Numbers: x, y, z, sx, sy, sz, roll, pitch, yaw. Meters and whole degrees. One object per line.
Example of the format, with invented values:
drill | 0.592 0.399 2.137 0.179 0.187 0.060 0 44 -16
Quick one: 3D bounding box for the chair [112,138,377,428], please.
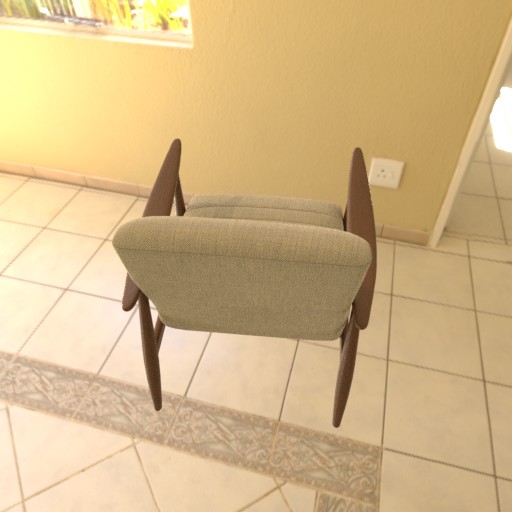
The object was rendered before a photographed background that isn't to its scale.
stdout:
chair | 0.000 0.000 1.471 0.741 0.832 0.798 4 45 4
